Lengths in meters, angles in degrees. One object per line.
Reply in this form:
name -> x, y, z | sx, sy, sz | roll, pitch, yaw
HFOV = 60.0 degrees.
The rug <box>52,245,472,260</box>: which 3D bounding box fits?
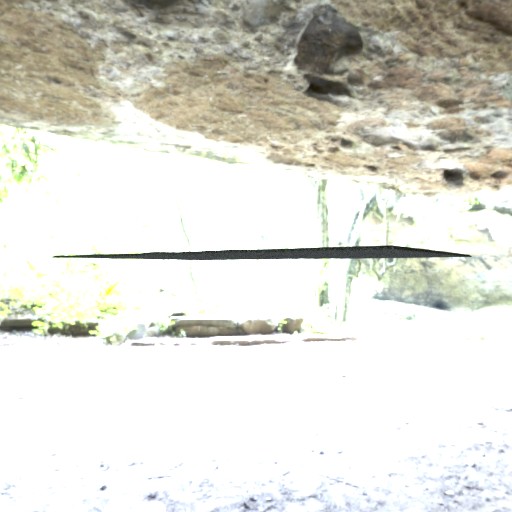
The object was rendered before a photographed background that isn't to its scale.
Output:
rug -> 0.000, 0.000, 3.032 | 2.443, 0.021, 1.538 | -1, -2, 36
